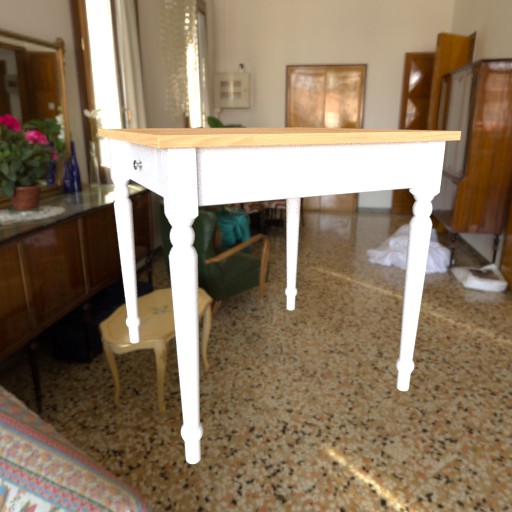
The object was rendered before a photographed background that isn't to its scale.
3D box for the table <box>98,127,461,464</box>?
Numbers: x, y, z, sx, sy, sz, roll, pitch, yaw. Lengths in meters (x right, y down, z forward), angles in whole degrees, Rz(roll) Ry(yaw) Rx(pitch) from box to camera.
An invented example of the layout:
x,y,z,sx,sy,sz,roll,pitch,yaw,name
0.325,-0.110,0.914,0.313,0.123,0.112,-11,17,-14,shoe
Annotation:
x,y,z,sx,sy,sz,roll,pitch,yaw,name
0.000,0.000,1.348,0.747,0.738,0.747,-8,19,-25,table
